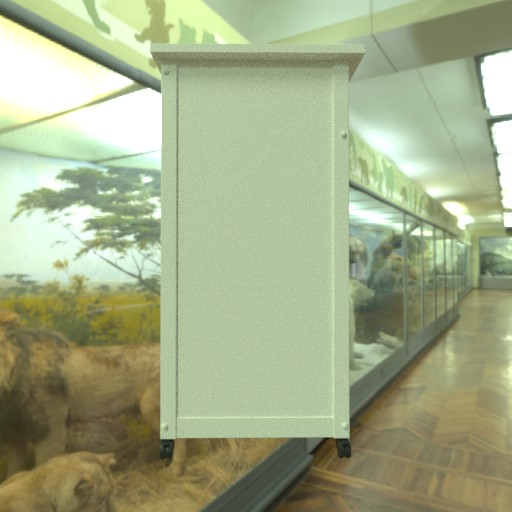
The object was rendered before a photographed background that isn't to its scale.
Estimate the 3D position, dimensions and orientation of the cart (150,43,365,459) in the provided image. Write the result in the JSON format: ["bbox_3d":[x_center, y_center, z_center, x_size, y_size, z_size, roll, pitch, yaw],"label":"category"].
[{"bbox_3d":[0.000,0.000,1.247,0.442,0.864,0.683,0,-1,-1],"label":"cart"}]
